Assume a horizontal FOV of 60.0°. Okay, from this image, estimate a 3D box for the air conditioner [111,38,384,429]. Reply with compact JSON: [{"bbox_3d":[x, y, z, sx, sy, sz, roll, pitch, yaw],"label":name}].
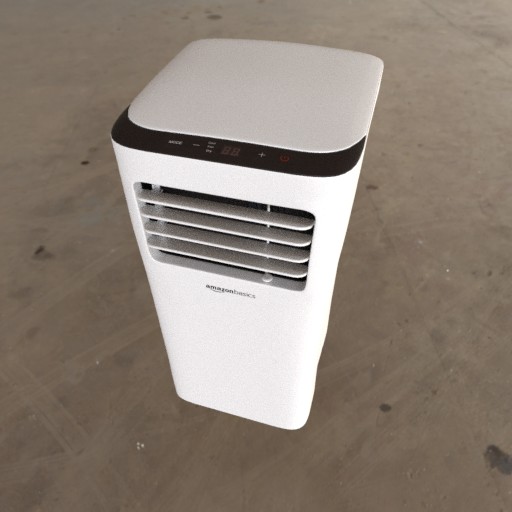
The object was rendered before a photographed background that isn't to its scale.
[{"bbox_3d":[0.000,0.000,0.893,0.352,0.716,0.369,11,43,12],"label":"air conditioner"}]
